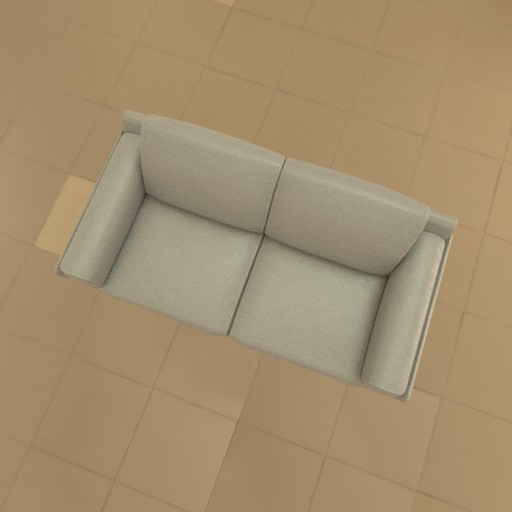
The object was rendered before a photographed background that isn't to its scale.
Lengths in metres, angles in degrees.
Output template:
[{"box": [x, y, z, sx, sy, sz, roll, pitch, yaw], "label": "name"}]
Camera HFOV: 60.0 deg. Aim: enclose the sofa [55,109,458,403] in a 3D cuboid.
[{"box": [0.000, 0.000, 2.666, 2.101, 0.930, 1.049, 19, 77, 5], "label": "sofa"}]
